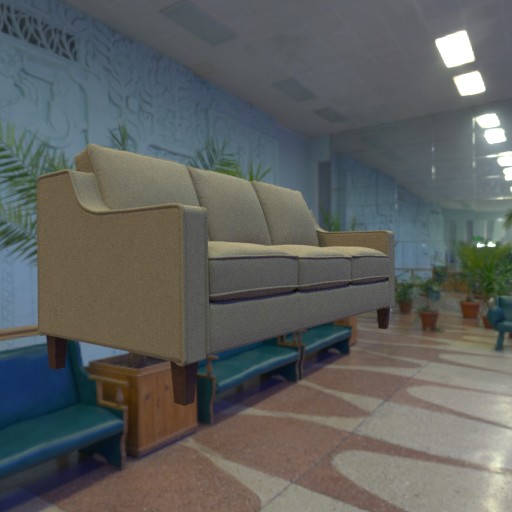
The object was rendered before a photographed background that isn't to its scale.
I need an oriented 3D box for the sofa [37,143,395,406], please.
[{"bbox_3d":[0.000,0.000,2.449,0.911,0.974,1.986,0,0,36],"label":"sofa"}]
